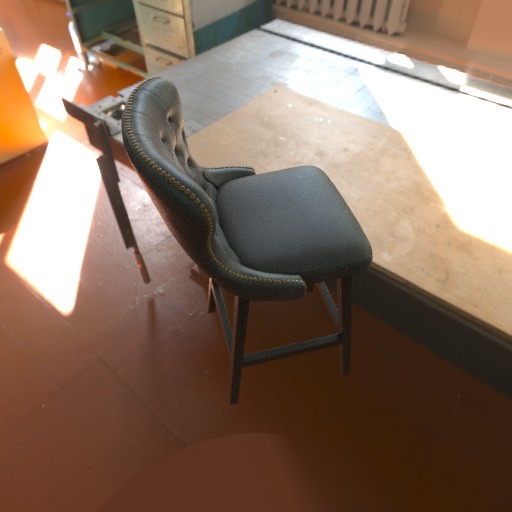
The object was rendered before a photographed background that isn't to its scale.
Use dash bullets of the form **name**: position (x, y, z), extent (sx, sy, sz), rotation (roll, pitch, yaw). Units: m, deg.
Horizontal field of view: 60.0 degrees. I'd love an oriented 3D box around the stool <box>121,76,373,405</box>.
- **stool**: position (0.000, 0.000, 1.332), extent (0.593, 0.971, 0.528), rotation (-11, 48, -10)
